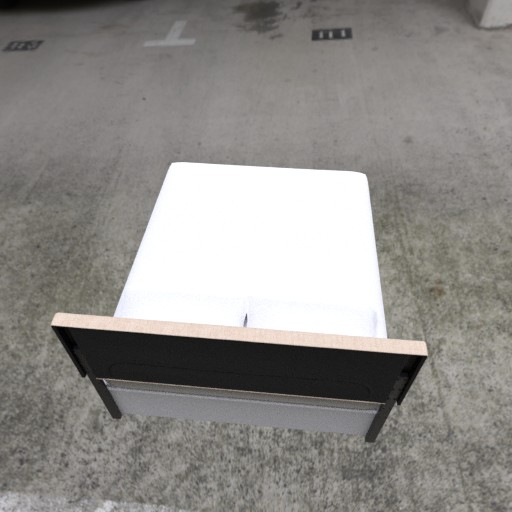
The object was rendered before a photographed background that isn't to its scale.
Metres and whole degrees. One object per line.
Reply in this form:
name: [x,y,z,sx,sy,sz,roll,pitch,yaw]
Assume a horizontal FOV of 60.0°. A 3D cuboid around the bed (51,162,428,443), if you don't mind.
bed: [0.000,0.000,2.829,1.616,1.016,1.876,4,48,4]
